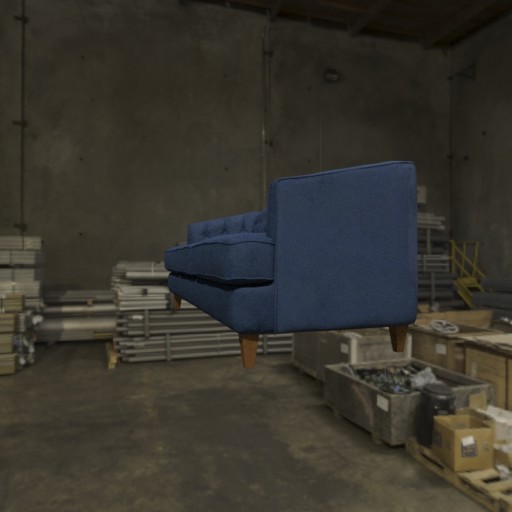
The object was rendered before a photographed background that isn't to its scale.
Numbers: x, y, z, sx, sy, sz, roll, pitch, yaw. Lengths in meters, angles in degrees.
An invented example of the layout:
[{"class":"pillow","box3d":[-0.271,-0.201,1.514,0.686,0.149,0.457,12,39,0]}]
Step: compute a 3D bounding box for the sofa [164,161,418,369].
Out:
[{"class":"sofa","box3d":[0.000,0.000,2.767,0.941,0.855,2.278,0,-1,-17]}]
